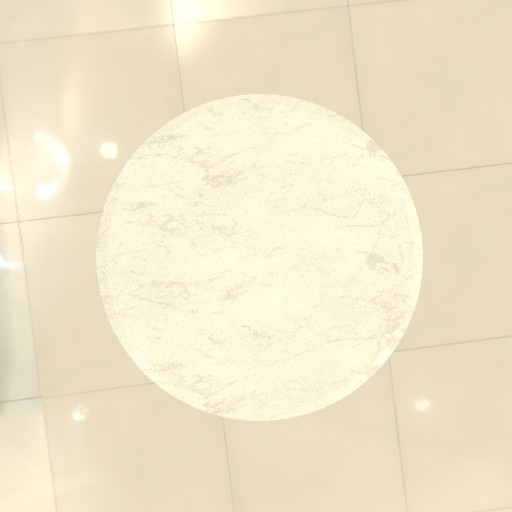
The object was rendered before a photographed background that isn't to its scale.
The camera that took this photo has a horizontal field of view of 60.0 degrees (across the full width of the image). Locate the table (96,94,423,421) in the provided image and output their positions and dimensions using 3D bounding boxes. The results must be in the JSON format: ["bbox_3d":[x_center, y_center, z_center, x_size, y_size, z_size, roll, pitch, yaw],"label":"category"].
[{"bbox_3d":[0.000,0.000,0.769,0.407,0.447,0.407,0,91,-2],"label":"table"}]
